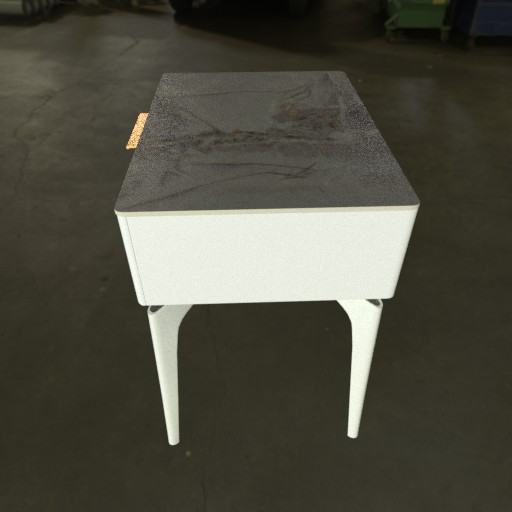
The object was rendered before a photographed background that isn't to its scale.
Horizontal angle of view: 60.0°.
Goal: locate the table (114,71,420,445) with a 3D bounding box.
[{"bbox_3d":[0.000,0.000,0.906,0.400,0.570,0.500,-1,40,-2],"label":"table"}]
